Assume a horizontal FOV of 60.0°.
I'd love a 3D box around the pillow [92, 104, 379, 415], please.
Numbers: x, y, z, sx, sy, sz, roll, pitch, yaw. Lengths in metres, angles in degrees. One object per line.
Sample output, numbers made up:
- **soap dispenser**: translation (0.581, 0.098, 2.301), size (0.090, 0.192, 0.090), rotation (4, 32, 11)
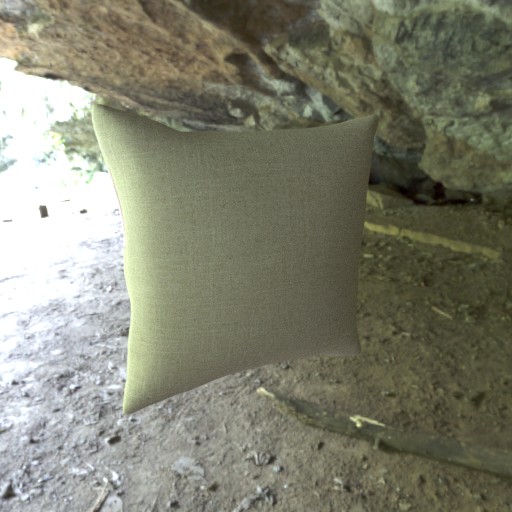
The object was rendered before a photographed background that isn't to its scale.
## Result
- **pillow**: translation (0.000, 0.000, 0.636), size (0.414, 0.399, 0.173), rotation (-7, 16, -25)
